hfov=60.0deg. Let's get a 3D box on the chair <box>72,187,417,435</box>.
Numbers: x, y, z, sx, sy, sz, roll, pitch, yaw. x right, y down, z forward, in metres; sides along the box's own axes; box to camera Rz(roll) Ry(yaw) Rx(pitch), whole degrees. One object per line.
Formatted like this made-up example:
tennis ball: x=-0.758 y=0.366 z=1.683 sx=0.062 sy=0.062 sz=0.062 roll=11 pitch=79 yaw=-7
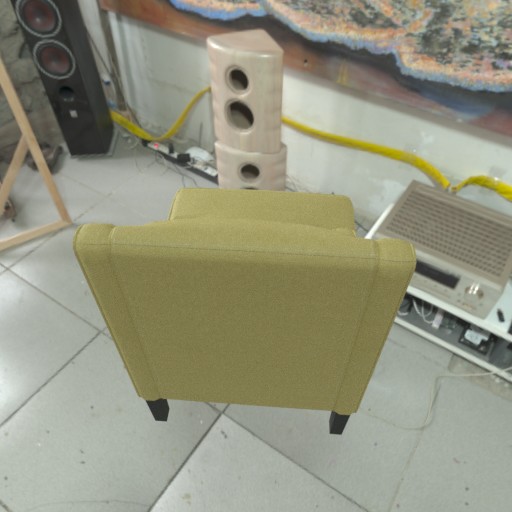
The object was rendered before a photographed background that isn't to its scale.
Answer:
chair: x=0.000 y=0.000 z=1.442 sx=0.696 sy=0.896 sz=0.814 roll=3 pitch=48 yaw=3
